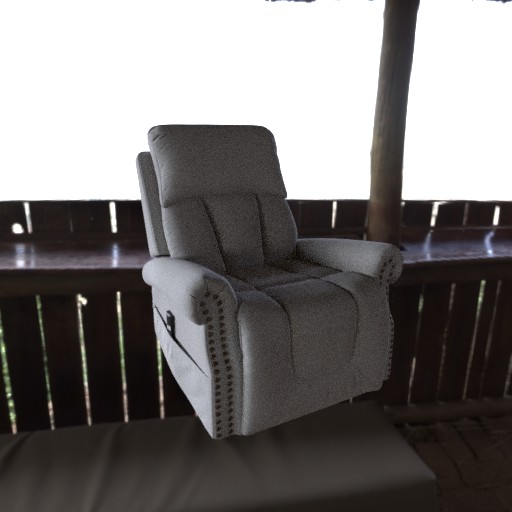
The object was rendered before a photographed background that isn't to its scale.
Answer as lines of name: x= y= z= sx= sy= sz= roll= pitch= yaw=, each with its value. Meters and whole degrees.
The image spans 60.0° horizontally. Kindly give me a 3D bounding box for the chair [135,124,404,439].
chair: x=0.000 y=0.000 z=1.787 sx=0.871 sy=1.031 sz=0.979 roll=-9 pitch=18 yaw=-28
